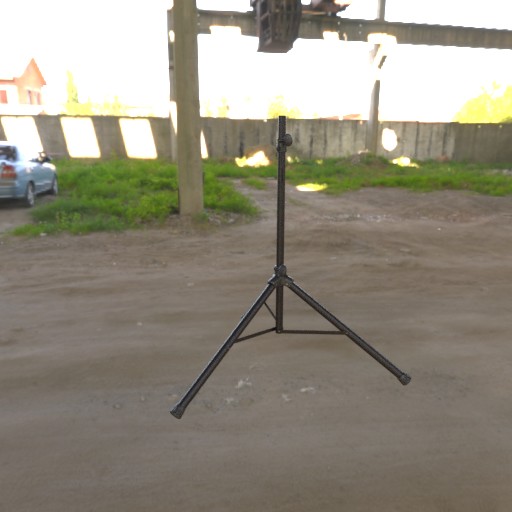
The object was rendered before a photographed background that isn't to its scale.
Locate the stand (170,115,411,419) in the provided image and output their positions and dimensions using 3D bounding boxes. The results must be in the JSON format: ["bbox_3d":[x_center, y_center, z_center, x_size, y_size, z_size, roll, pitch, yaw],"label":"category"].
[{"bbox_3d":[0.000,0.000,1.857,0.907,1.136,1.045,-14,20,-42],"label":"stand"}]
